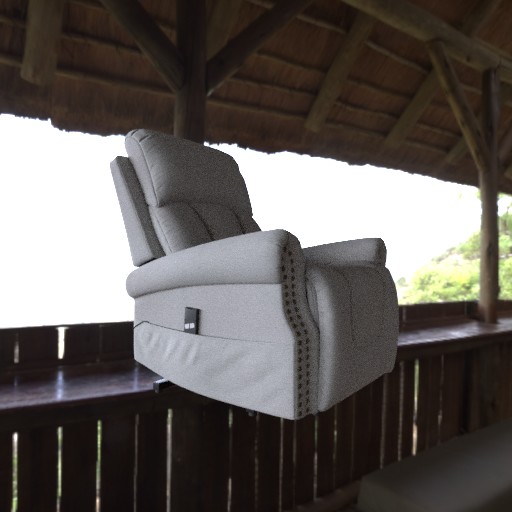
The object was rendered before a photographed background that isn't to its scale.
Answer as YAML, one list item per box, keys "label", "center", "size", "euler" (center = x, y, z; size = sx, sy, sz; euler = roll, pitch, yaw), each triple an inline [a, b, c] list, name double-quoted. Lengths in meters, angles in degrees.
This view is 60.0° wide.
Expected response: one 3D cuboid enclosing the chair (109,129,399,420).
- label: "chair"
  center: [0.000, 0.000, 1.758]
  size: [0.979, 1.031, 0.871]
  euler: [0, 0, 36]
